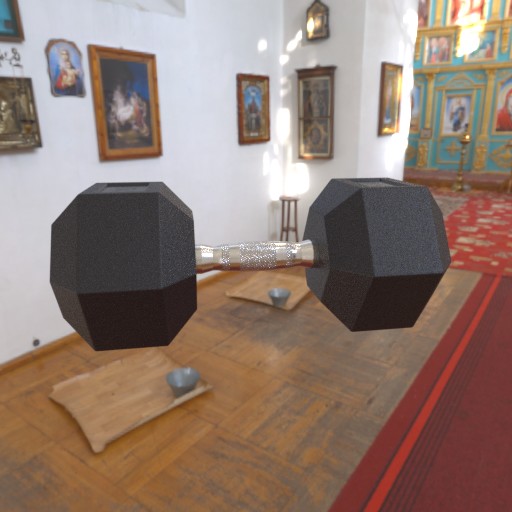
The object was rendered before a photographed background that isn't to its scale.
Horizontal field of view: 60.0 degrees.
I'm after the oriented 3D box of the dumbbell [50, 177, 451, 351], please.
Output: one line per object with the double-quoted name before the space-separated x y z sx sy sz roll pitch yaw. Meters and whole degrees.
"dumbbell" 0.000 0.000 0.331 0.271 0.106 0.122 -3 16 -9
